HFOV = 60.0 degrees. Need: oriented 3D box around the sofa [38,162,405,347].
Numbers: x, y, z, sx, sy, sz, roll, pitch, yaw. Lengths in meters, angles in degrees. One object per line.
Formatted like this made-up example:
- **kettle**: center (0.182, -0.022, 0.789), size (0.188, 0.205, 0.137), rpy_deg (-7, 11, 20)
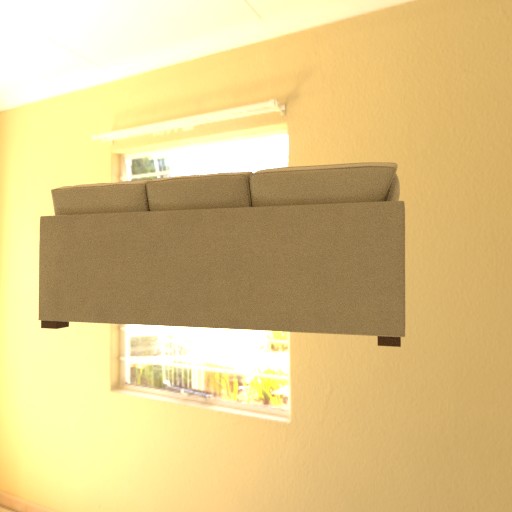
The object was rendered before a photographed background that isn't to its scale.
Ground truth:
- **sofa**: center (0.000, 0.000, 3.485), size (2.189, 0.939, 2.182), rpy_deg (0, -1, 18)
